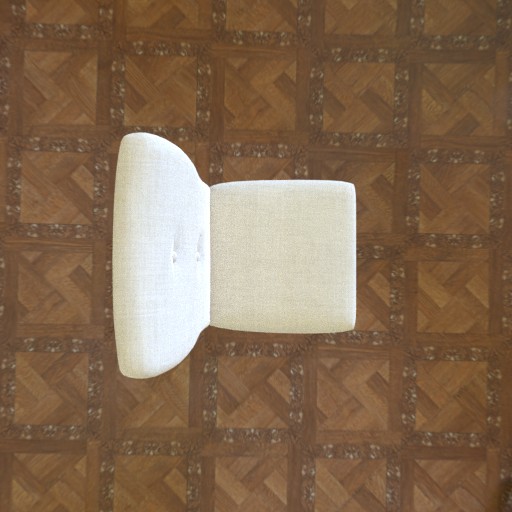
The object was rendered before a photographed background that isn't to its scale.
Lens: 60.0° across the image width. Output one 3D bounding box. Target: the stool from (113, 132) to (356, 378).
[{"bbox_3d":[0.000,0.000,1.468,0.603,1.124,0.516,0,90,0],"label":"stool"}]
